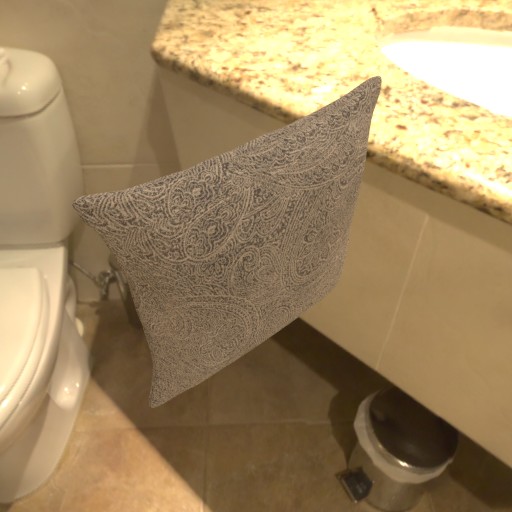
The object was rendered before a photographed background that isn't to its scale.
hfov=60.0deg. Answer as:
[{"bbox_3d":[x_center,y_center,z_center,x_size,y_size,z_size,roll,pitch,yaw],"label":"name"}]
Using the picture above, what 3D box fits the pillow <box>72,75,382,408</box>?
[{"bbox_3d":[0.000,0.000,0.781,0.523,0.510,0.166,-30,53,-26],"label":"pillow"}]
